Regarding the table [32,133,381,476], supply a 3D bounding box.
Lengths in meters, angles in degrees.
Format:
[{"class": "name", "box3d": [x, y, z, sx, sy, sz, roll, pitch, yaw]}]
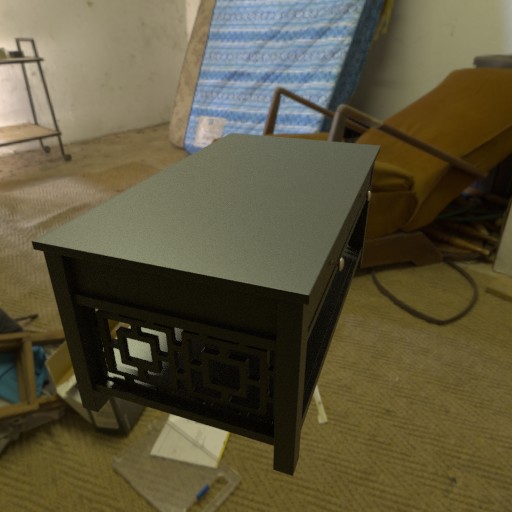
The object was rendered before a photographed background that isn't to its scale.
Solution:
[{"class": "table", "box3d": [0.000, 0.000, 1.395, 0.612, 0.493, 1.068, 10, 30, 18]}]
